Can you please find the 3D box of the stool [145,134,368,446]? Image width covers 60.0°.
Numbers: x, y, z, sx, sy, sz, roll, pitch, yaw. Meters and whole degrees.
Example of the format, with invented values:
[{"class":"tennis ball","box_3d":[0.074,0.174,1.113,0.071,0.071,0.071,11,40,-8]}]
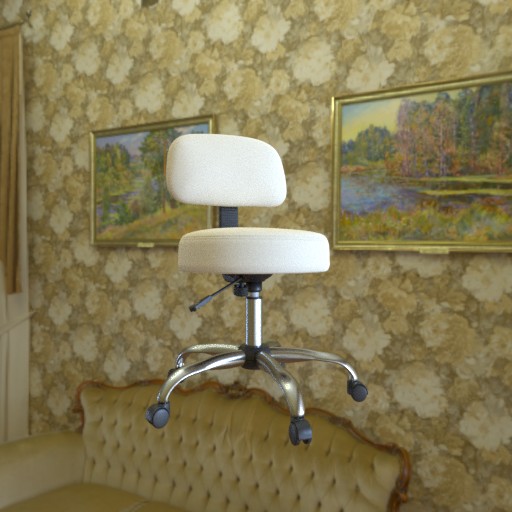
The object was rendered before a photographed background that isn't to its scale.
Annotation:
[{"class":"stool","box_3d":[0.000,0.000,1.221,0.609,0.810,0.616,0,0,-20]}]
